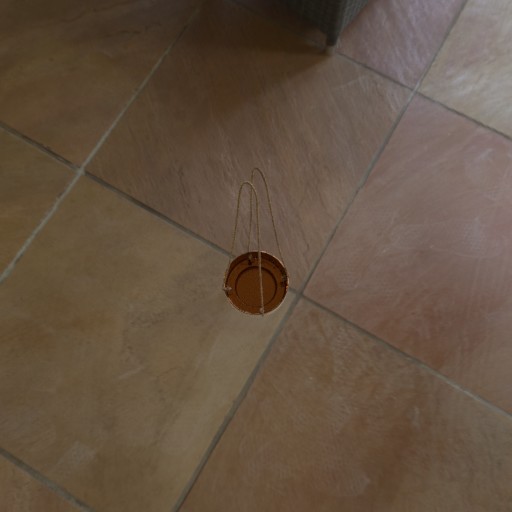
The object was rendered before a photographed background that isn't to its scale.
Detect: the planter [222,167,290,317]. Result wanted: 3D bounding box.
[{"bbox_3d":[0.000,0.000,1.125,0.223,1.030,0.223,33,79,7],"label":"planter"}]
